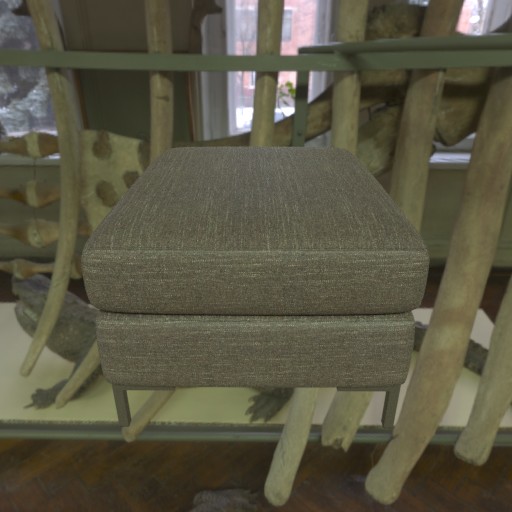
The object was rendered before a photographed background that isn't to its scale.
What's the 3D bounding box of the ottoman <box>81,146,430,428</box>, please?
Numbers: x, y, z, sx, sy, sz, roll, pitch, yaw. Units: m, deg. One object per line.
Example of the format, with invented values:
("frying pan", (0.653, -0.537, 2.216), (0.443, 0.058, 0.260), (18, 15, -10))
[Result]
("ottoman", (0.000, 0.000, 1.238), (0.671, 0.490, 0.820), (0, 26, 0))
